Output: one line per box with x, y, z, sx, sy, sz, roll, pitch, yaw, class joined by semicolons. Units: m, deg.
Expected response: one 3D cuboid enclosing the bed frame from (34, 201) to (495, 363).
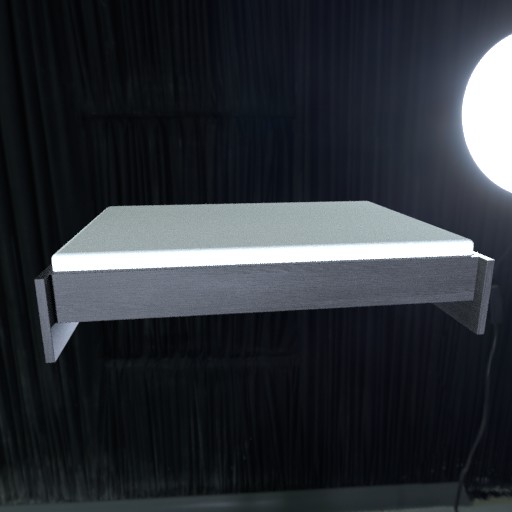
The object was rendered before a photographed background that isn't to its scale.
0.000;0.000;2.602;1.950;0.432;1.490;-2;15;-8;bed frame
